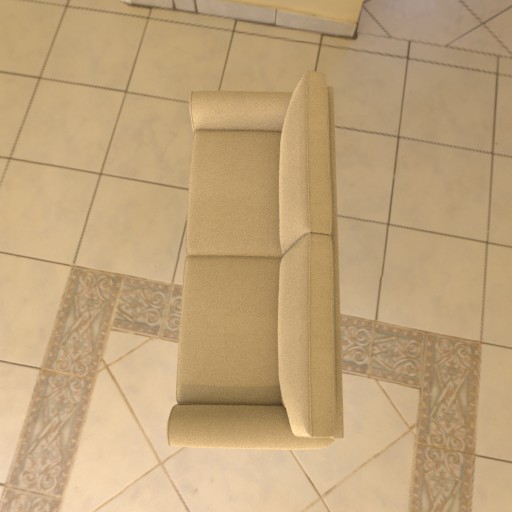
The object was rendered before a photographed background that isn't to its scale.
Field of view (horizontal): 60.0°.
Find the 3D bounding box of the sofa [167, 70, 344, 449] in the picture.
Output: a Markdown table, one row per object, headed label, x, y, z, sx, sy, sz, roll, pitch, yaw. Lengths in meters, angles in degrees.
| label | x | y | z | sx | sy | sz | roll | pitch | yaw |
| --- | --- | --- | --- | --- | --- | --- | --- | --- | --- |
| sofa | 0.000 | 0.000 | 2.695 | 0.901 | 0.962 | 2.146 | 1 | 75 | 0 |
